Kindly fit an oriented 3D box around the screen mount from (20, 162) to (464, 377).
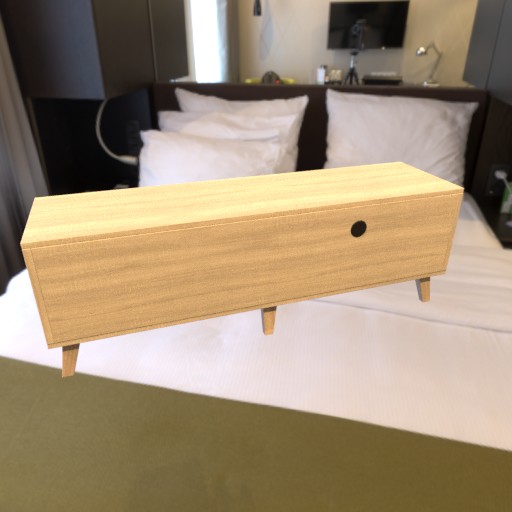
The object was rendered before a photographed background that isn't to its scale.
[{"bbox_3d":[0.000,0.000,1.711,1.500,0.509,0.401,-9,28,-17],"label":"screen mount"}]
